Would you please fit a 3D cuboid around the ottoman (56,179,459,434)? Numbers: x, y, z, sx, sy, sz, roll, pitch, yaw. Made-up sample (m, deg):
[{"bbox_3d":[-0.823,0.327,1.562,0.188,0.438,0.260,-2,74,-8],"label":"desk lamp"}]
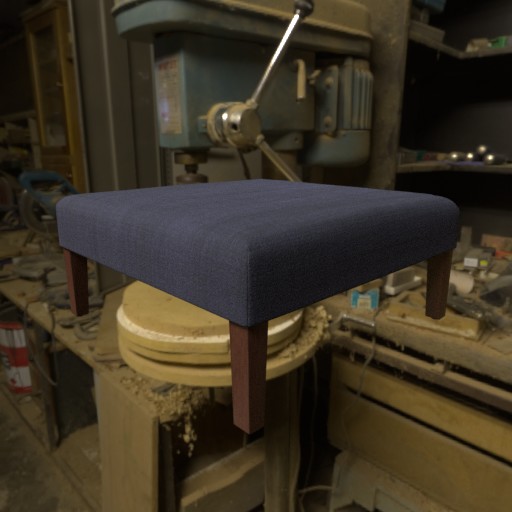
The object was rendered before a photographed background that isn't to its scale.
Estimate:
[{"bbox_3d":[0.000,0.000,1.399,0.890,0.411,0.889,-14,20,-42],"label":"ottoman"}]
